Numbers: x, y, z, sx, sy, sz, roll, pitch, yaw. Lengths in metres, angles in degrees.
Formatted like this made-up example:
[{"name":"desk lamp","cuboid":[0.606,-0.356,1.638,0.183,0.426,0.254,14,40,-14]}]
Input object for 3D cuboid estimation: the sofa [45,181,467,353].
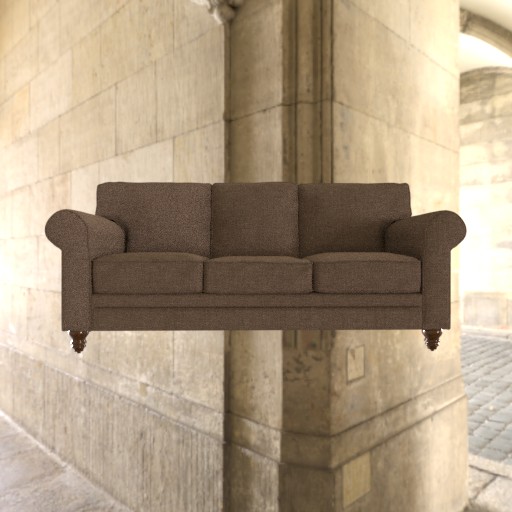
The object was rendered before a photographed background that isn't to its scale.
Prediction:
[{"name":"sofa","cuboid":[0.000,0.000,2.589,2.084,0.961,0.916,0,0,-1]}]
